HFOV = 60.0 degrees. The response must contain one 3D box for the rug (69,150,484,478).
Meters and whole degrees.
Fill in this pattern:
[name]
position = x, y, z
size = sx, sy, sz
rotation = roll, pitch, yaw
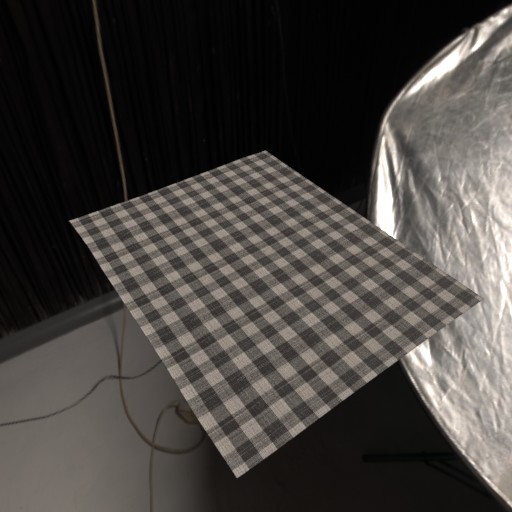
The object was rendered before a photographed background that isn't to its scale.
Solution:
[rug]
position = 0.000, 0.000, 4.016
size = 2.432, 0.013, 3.021
rotation = -26, 48, -26
